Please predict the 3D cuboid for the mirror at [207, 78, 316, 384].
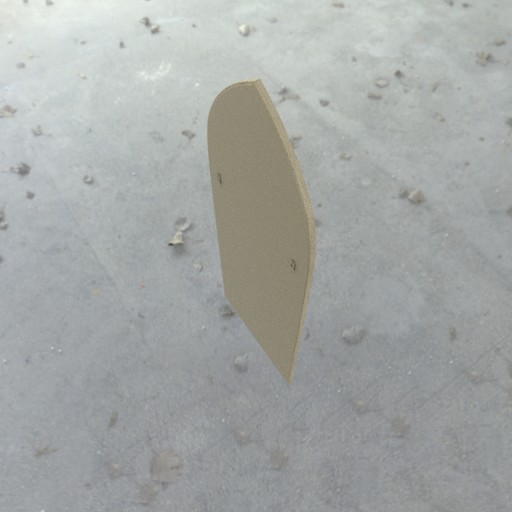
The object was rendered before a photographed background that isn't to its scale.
[{"bbox_3d":[0.000,0.000,1.313,0.025,1.175,0.464,-29,61,-18],"label":"mirror"}]
